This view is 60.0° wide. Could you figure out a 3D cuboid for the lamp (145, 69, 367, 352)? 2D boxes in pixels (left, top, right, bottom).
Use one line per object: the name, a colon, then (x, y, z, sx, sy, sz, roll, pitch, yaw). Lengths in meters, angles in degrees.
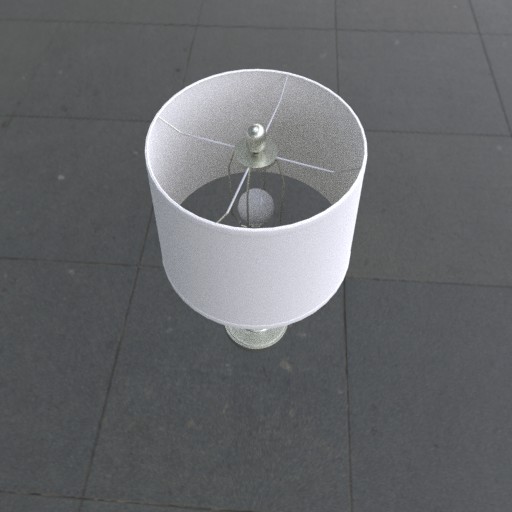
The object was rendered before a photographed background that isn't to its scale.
lamp: (0.000, 0.000, 0.957, 0.383, 0.733, 0.383, 0, 59, 0)
